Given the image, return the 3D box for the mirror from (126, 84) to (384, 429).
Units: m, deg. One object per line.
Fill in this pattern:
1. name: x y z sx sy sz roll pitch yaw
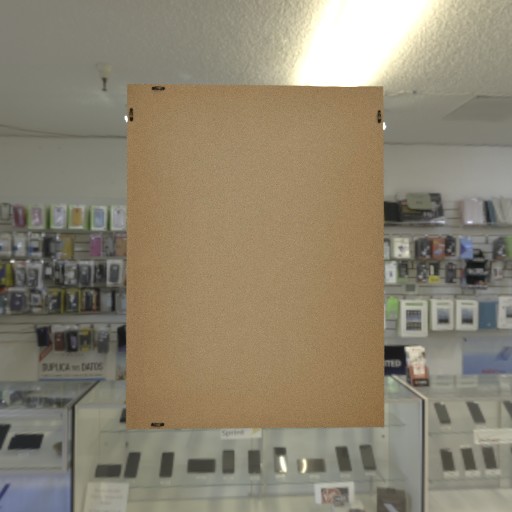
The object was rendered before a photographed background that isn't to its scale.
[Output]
1. mirror: 0.000 0.000 1.328 0.762 1.016 0.041 0 -1 -1
